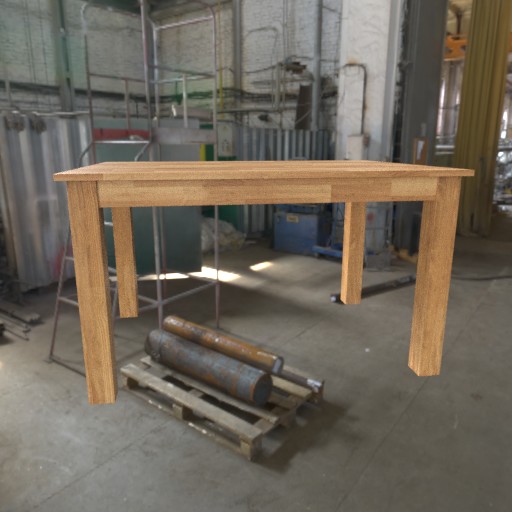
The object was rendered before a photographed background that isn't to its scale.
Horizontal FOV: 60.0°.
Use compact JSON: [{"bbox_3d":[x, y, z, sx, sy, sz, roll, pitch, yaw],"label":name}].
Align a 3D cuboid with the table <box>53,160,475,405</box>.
[{"bbox_3d":[0.000,0.000,1.867,1.300,0.750,0.900,-2,14,-9],"label":"table"}]
